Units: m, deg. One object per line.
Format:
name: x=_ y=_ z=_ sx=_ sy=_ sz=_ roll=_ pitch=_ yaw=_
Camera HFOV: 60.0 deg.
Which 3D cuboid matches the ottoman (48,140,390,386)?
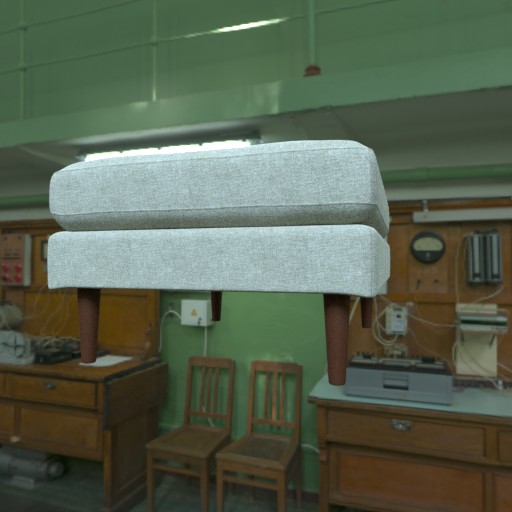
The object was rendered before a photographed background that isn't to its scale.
ottoman: x=0.000 y=0.000 z=1.227 sx=0.693 sy=0.474 sz=0.821 roll=0 pitch=-1 yaw=18
